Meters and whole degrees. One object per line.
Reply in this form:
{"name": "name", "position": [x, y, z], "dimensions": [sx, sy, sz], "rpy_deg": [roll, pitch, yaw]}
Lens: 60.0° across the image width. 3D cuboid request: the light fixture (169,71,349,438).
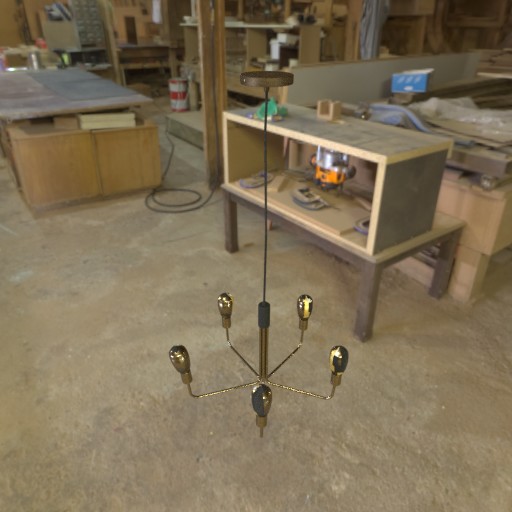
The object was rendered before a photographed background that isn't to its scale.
{"name": "light fixture", "position": [0.000, 0.000, 1.381], "dimensions": [0.588, 1.059, 0.532], "rpy_deg": [-18, 34, -29]}
